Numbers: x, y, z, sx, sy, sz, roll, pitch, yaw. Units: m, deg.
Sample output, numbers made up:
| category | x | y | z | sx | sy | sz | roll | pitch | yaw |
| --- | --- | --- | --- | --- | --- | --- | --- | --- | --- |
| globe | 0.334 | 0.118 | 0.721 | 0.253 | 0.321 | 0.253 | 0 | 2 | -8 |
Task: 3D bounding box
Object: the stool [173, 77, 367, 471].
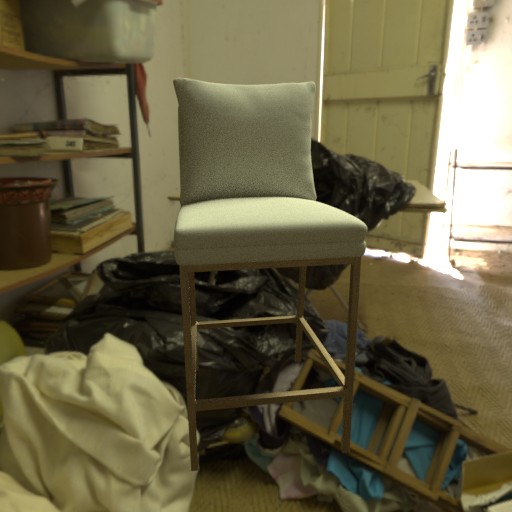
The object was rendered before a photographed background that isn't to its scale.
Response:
| category | x | y | z | sx | sy | sz | roll | pitch | yaw |
| --- | --- | --- | --- | --- | --- | --- | --- | --- | --- |
| stool | 0.000 | 0.000 | 1.335 | 0.463 | 1.032 | 0.572 | -2 | 16 | -8 |
